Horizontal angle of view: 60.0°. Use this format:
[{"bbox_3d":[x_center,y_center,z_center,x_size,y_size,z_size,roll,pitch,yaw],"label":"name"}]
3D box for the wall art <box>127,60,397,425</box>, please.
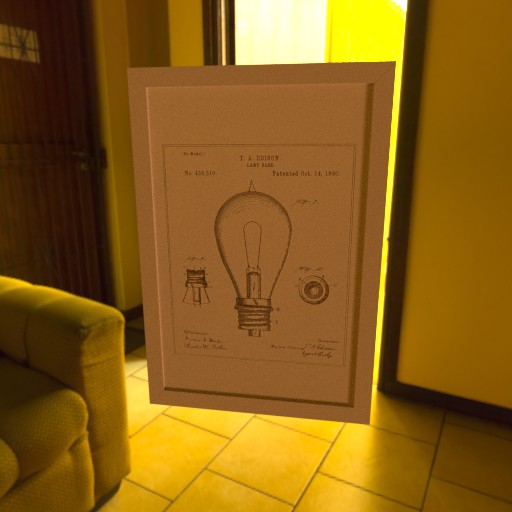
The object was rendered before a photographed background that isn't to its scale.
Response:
[{"bbox_3d":[0.000,0.000,0.592,0.325,0.474,0.010,2,15,9],"label":"wall art"}]
